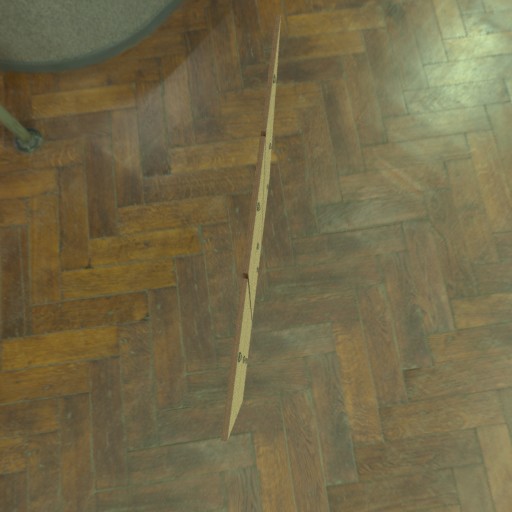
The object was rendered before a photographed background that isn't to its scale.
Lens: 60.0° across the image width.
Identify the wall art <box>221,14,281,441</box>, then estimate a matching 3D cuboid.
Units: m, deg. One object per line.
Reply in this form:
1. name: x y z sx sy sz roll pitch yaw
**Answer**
1. wall art: 0.000 0.000 1.793 0.024 1.218 1.221 7 76 2
